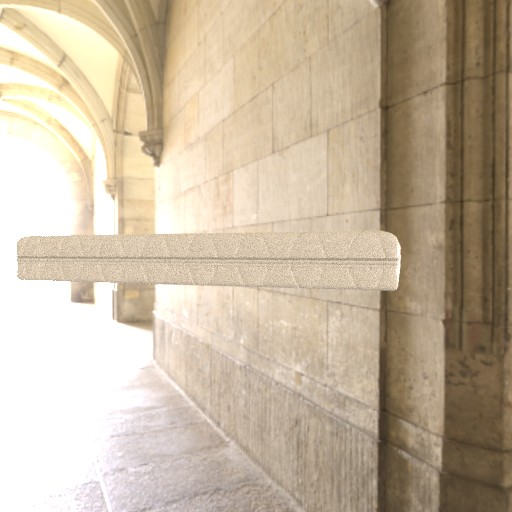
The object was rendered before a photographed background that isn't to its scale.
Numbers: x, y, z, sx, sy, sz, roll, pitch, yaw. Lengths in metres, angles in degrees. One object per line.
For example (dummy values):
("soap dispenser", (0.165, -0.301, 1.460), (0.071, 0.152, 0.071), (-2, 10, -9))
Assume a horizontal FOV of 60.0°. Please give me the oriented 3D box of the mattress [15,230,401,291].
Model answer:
("mattress", (0.000, 0.000, 2.582), (1.600, 0.200, 1.900), (0, 1, 18))
